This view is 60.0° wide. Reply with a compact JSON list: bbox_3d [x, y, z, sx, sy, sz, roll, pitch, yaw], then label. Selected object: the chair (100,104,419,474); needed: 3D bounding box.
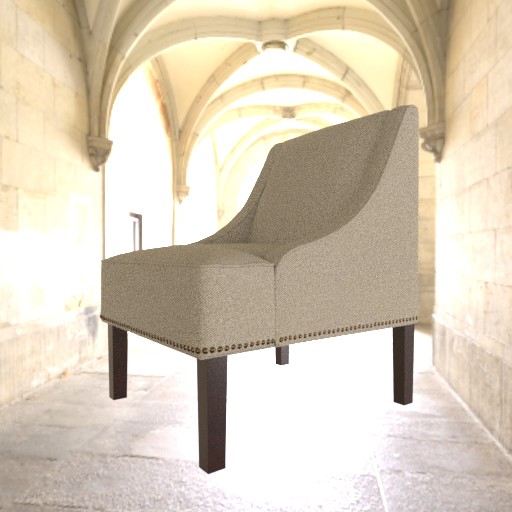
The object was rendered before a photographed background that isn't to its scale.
[{"bbox_3d":[0.000,0.000,1.317,0.748,0.872,0.628,0,1,-37],"label":"chair"}]
